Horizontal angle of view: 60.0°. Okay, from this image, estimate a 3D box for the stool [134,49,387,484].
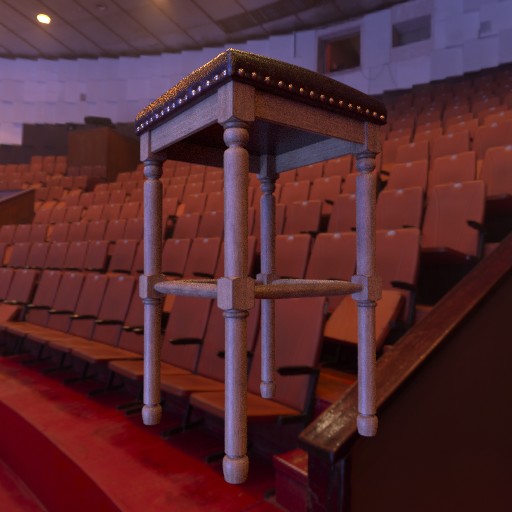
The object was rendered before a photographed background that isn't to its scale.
[{"bbox_3d":[0.000,0.000,0.916,0.383,0.702,0.382,1,-2,-37],"label":"stool"}]
